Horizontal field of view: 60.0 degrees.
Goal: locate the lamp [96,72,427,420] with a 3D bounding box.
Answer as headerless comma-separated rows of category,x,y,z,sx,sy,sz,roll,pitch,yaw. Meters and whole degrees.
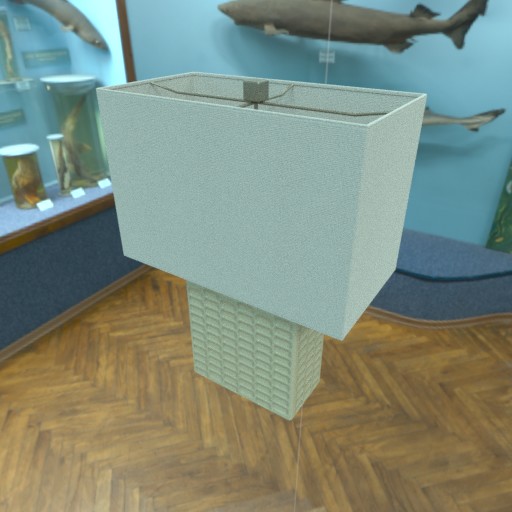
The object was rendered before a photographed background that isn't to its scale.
lamp,0.000,0.000,0.691,0.380,0.515,0.200,18,34,29
